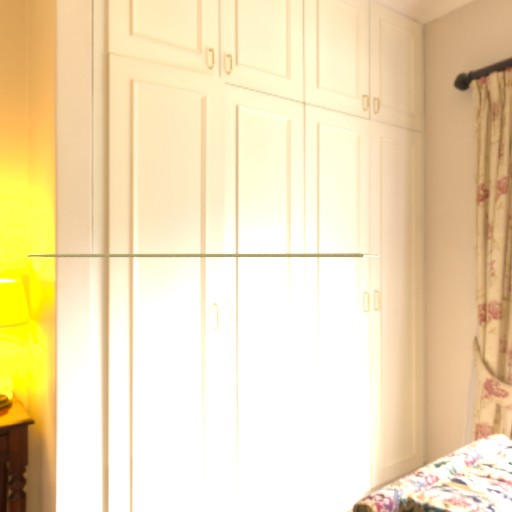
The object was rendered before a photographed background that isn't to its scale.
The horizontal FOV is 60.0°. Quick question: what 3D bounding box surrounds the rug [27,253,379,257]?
[{"bbox_3d":[0.000,0.000,3.499,1.819,0.018,2.746,0,0,17],"label":"rug"}]
